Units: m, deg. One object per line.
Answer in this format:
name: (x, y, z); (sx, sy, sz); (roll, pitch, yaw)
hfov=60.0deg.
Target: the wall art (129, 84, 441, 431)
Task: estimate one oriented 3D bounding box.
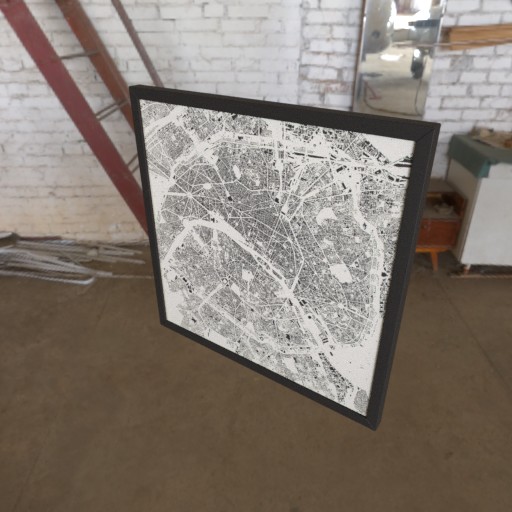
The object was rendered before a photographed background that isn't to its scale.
wall art: (0.000, 0.000, 1.138); (0.763, 0.763, 0.037); (19, 35, 30)
